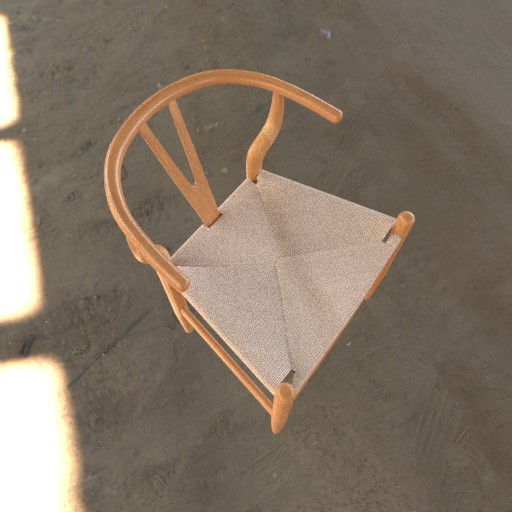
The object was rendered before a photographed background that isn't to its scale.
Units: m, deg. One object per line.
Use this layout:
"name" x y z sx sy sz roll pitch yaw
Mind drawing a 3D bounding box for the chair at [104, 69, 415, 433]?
"chair" 0.000 0.000 1.155 0.579 0.730 0.569 33 65 17
